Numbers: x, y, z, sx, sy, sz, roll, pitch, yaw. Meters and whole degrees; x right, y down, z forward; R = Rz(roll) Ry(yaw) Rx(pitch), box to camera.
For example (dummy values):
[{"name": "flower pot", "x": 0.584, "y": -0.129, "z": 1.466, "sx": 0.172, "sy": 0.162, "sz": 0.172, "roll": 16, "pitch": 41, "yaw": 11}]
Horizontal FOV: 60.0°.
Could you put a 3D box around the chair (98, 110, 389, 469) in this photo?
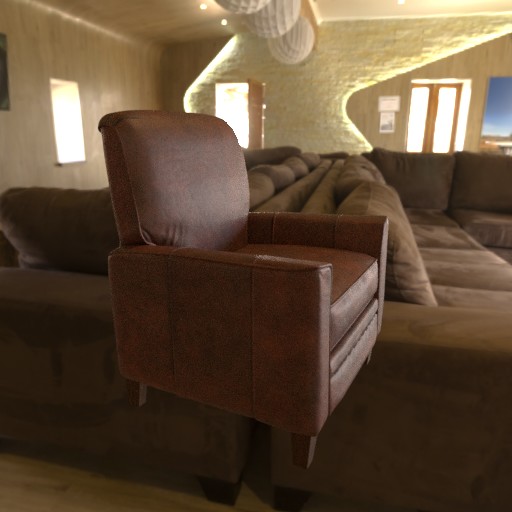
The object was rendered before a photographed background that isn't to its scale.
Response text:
[{"name": "chair", "x": 0.000, "y": 0.000, "z": 1.655, "sx": 0.836, "sy": 1.043, "sz": 0.843, "roll": 8, "pitch": 17, "yaw": 27}]
